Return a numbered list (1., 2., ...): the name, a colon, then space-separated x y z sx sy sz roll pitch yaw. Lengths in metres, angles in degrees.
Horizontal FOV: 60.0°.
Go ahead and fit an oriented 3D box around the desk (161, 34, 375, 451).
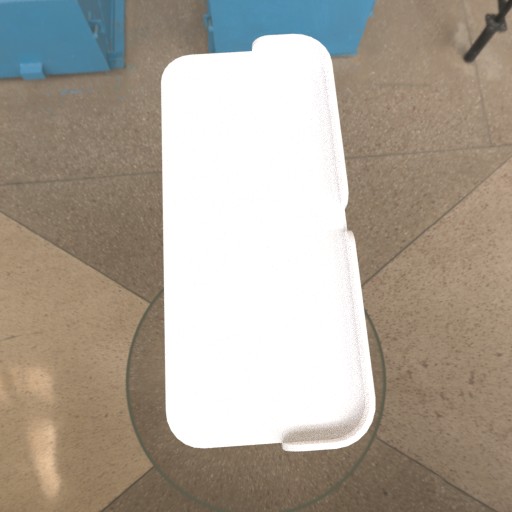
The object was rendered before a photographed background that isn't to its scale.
1. desk: 0.000 0.000 1.620 0.534 0.807 1.206 -4 75 -1
